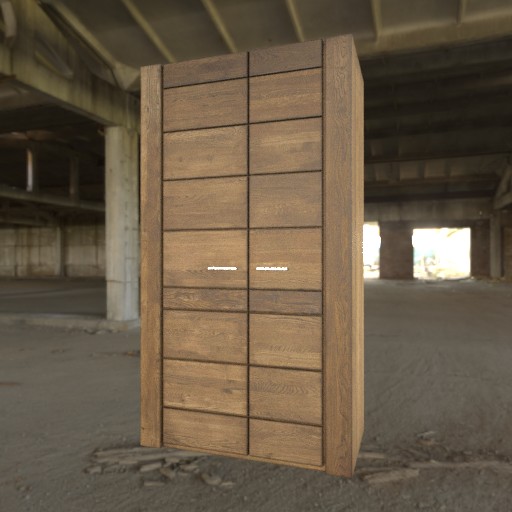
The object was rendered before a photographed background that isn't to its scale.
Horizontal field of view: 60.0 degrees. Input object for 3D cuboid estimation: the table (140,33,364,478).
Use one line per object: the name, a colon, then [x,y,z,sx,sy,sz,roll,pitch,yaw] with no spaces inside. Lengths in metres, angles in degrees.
table: [0.000,0.000,2.430,1.100,2.000,0.600,0,0,19]
